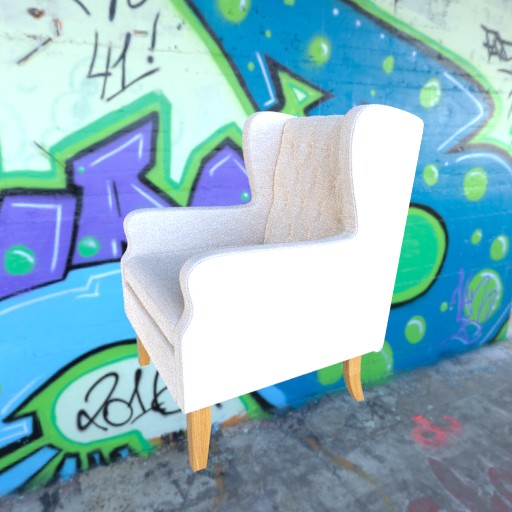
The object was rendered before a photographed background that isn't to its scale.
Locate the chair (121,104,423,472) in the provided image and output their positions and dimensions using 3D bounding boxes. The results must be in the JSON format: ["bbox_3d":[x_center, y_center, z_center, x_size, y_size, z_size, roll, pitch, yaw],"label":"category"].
[{"bbox_3d":[0.000,0.000,1.463,0.760,0.930,0.710,-8,18,-26],"label":"chair"}]
